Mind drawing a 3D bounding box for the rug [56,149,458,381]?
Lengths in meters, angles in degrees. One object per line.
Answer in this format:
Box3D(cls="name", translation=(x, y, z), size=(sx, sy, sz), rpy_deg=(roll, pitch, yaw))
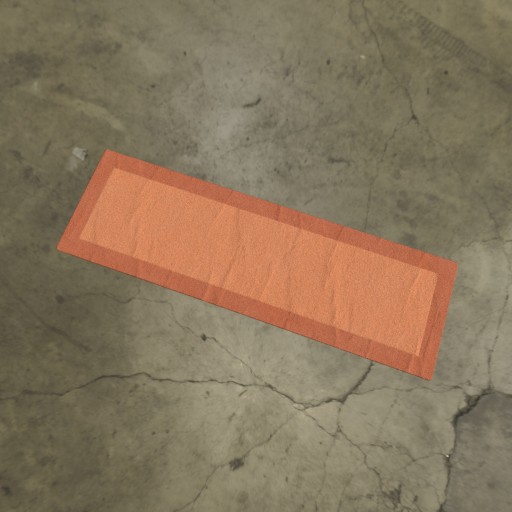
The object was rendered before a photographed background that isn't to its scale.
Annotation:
Box3D(cls="rug", translation=(0.000, 0.000, 2.789), size=(2.471, 0.013, 0.914), rpy_deg=(15, 74, 4))
